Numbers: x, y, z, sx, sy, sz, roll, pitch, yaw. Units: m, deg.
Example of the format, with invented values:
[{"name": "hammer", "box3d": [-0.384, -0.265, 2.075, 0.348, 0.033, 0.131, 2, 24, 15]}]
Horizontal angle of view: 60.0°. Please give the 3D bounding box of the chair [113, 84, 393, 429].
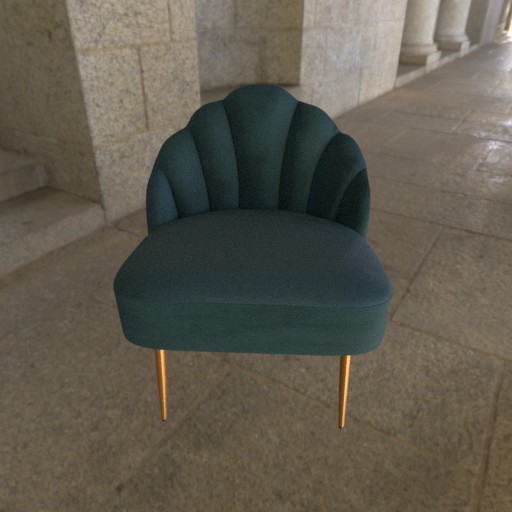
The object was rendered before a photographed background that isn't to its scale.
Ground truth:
[{"name": "chair", "box3d": [0.000, 0.000, 1.243, 0.657, 0.819, 0.599, 1, 30, 2]}]
